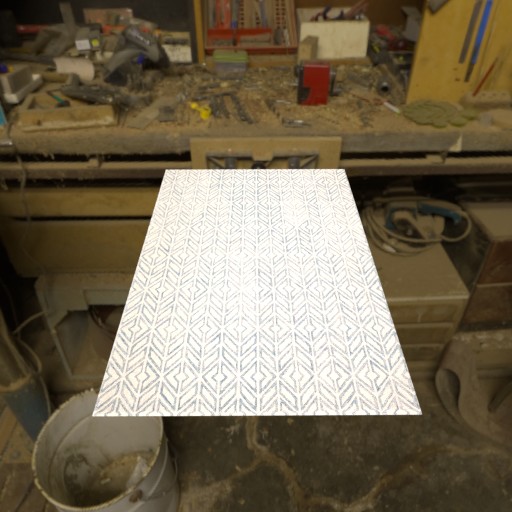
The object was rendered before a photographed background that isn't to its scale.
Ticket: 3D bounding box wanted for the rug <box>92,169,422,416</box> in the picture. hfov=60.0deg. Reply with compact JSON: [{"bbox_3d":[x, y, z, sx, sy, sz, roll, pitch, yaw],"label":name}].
[{"bbox_3d":[0.000,0.000,2.337,1.220,0.008,1.824,0,40,0],"label":"rug"}]
